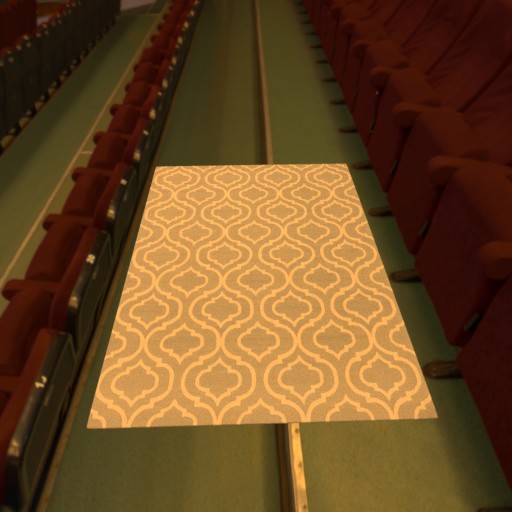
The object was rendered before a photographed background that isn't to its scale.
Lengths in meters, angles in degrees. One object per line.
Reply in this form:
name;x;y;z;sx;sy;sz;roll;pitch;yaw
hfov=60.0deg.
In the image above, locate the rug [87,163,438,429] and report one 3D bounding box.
rug;0.000;0.000;2.600;1.451;0.010;2.080;-1;42;-1
